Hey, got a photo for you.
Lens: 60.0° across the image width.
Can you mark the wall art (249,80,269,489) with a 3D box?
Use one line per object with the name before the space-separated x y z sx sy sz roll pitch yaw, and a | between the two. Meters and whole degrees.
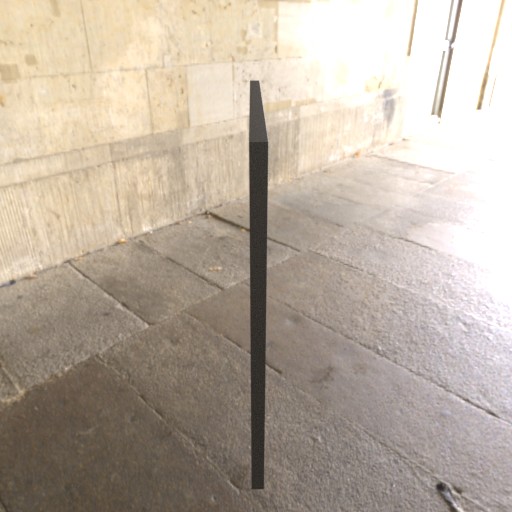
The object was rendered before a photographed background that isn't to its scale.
wall art | 0.000 0.000 0.531 0.013 0.356 0.356 0 28 0
